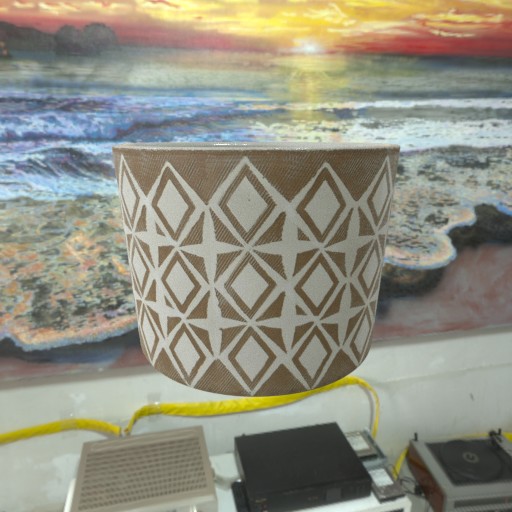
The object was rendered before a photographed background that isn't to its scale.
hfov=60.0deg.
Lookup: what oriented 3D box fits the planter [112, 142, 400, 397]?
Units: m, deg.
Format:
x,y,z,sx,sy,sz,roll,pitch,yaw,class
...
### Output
x,y,z,sx,sy,sz,roll,pitch,yaw,class
0.000,0.000,0.447,0.260,0.220,0.260,0,15,0,planter
